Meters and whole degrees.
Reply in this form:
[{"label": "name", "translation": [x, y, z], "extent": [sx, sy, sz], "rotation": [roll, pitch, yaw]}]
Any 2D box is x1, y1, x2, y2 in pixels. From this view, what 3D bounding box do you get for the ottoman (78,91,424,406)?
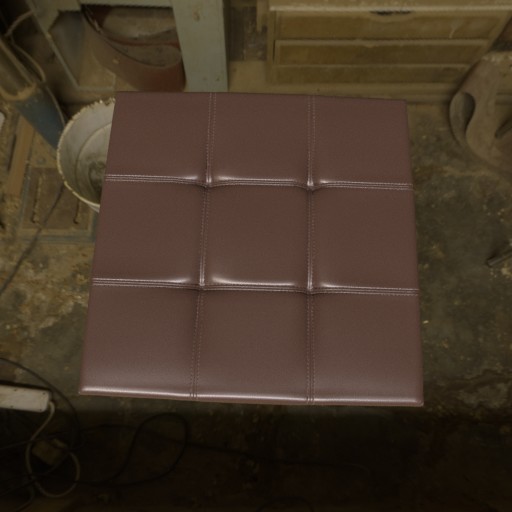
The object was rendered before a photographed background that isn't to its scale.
[{"label": "ottoman", "translation": [0.000, 0.000, 1.283], "extent": [0.787, 0.460, 0.788], "rotation": [2, 76, 0]}]
